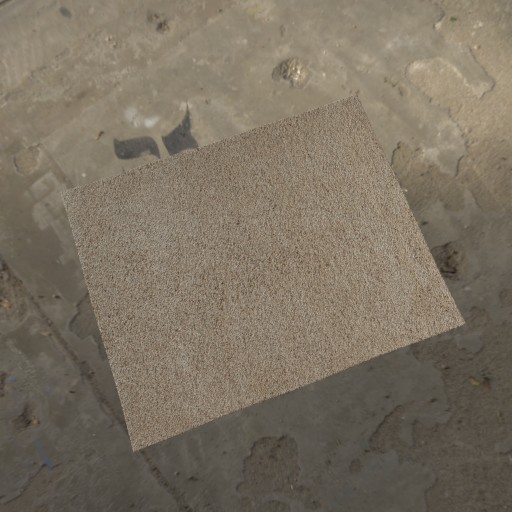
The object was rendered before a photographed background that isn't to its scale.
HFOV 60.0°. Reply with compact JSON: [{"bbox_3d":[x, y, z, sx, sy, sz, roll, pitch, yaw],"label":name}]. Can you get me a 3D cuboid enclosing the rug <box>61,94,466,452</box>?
[{"bbox_3d":[0.000,0.000,3.995,3.000,0.025,2.400,-20,77,-5],"label":"rug"}]
